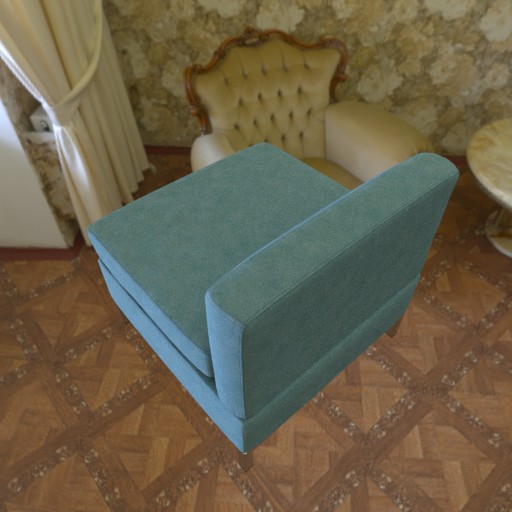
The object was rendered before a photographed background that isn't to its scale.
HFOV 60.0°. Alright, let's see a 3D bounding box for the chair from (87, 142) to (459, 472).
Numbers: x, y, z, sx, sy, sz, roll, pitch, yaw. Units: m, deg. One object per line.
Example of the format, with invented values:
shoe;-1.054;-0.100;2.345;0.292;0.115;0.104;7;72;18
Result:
chair;0.000;0.000;1.237;0.684;0.660;0.685;-32;54;-27
